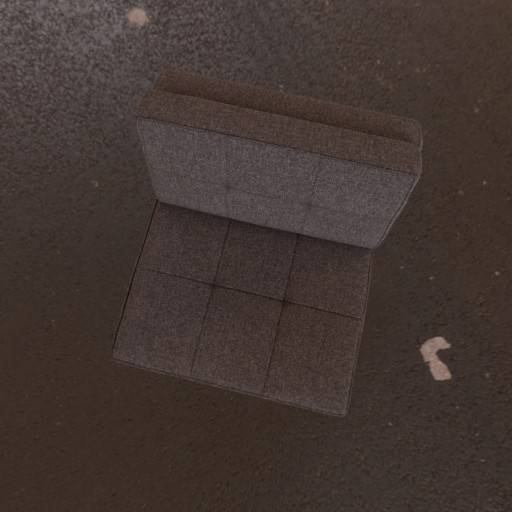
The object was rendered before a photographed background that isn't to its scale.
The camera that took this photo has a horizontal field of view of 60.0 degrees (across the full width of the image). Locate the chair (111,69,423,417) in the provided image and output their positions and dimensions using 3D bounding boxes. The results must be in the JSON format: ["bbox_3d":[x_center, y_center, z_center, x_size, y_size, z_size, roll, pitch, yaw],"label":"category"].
[{"bbox_3d":[0.000,0.000,1.315,0.740,0.615,0.800,13,77,3],"label":"chair"}]
